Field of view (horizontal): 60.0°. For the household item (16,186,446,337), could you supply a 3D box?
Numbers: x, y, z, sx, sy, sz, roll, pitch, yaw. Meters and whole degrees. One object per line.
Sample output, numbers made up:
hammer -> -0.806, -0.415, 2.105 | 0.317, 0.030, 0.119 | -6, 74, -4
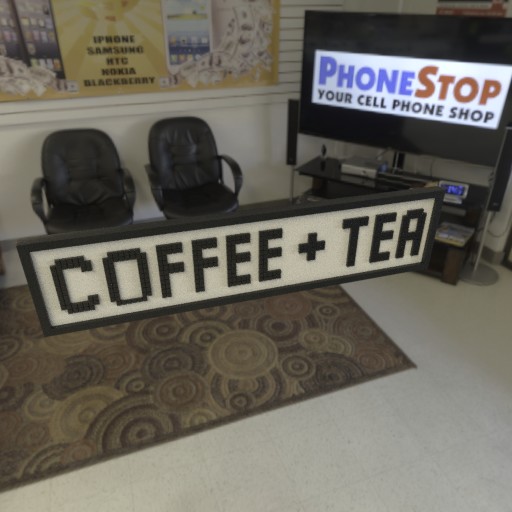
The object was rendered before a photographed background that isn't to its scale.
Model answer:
household item -> 0.000, 0.000, 1.073 | 1.001, 0.236, 0.030 | -9, 31, -15
